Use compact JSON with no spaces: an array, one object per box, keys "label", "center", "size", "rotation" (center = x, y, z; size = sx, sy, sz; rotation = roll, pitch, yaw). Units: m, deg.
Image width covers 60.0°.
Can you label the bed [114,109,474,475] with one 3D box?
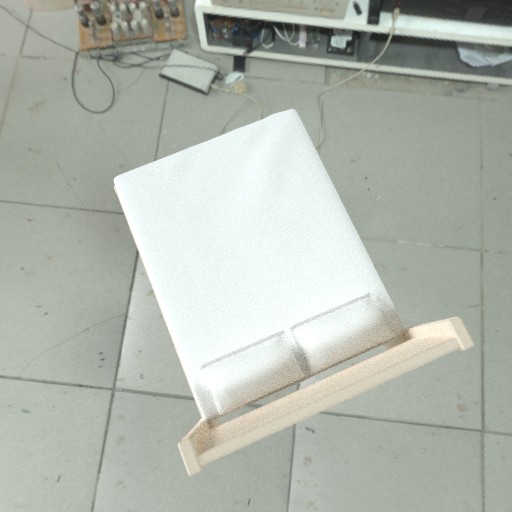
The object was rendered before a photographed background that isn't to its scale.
[{"label":"bed","center":[0.000,0.000,3.428],"size":[1.778,1.471,2.293],"rotation":[-23,78,-5]}]
